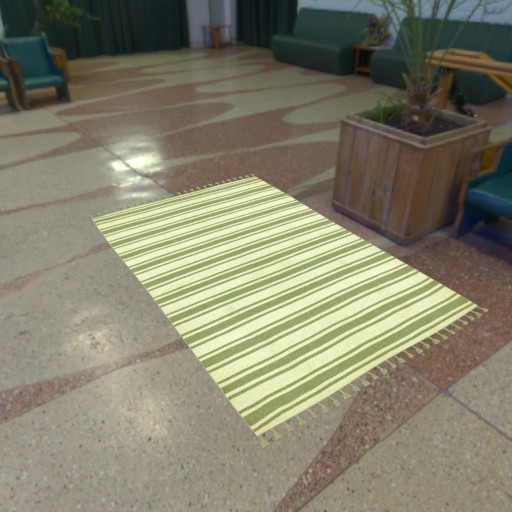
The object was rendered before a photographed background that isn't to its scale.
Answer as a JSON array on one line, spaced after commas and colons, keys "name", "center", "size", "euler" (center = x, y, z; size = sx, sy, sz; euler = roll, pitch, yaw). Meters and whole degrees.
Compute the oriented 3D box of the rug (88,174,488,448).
[{"name": "rug", "center": [0.000, 0.000, 2.973], "size": [1.540, 0.018, 2.435], "euler": [-20, 38, -28]}]
